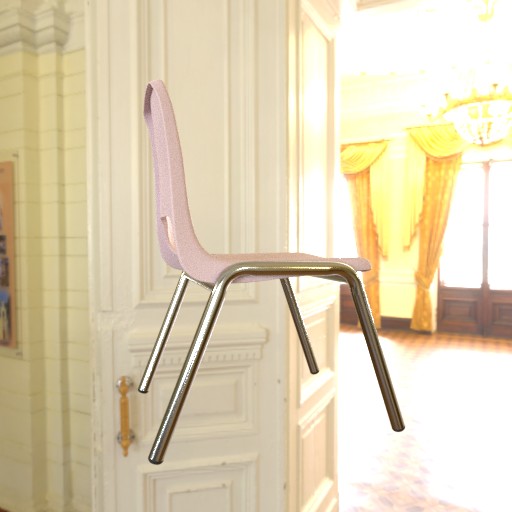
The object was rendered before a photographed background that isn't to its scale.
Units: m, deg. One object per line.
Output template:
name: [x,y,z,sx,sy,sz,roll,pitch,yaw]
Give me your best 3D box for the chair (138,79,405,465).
chair: [0.000,0.000,0.838,0.423,0.586,0.354,-1,2,-18]
